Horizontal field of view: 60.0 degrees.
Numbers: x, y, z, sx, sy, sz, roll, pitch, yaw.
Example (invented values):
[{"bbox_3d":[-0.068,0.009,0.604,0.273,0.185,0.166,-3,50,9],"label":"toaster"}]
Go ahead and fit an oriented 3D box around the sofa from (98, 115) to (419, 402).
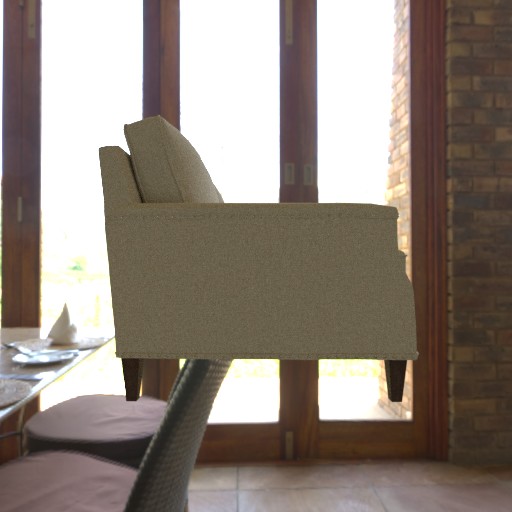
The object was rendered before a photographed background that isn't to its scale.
[{"bbox_3d":[0.000,0.000,2.223,1.084,1.003,1.597,0,-1,1],"label":"sofa"}]
